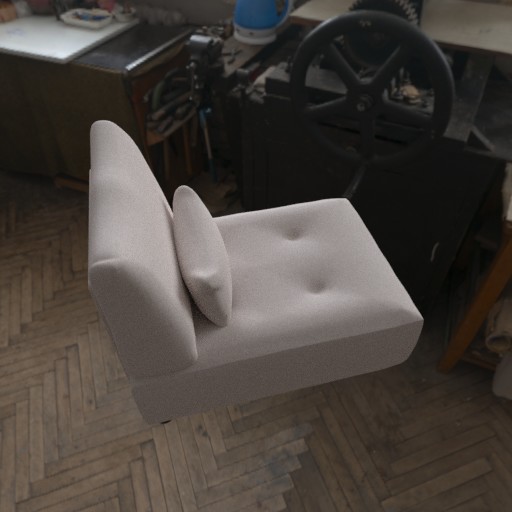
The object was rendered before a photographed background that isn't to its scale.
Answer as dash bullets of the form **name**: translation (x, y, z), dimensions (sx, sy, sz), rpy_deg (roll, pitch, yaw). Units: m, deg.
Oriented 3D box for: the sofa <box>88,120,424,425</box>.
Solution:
- **sofa**: translation (0.000, 0.000, 1.564), dimensions (1.000, 0.820, 0.700), rpy_deg (-10, 47, -10)
